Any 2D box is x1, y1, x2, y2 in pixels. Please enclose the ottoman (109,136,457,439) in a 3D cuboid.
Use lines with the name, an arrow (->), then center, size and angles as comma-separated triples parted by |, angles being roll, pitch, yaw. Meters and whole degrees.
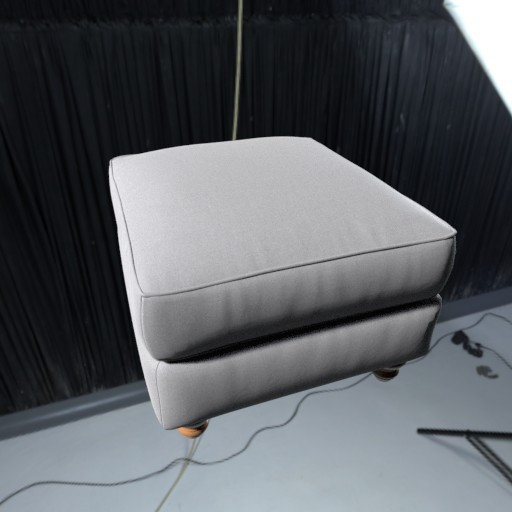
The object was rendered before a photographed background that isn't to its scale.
ottoman -> 0.000, 0.000, 1.148 | 0.662, 0.505, 0.721 | -10, 33, -17
